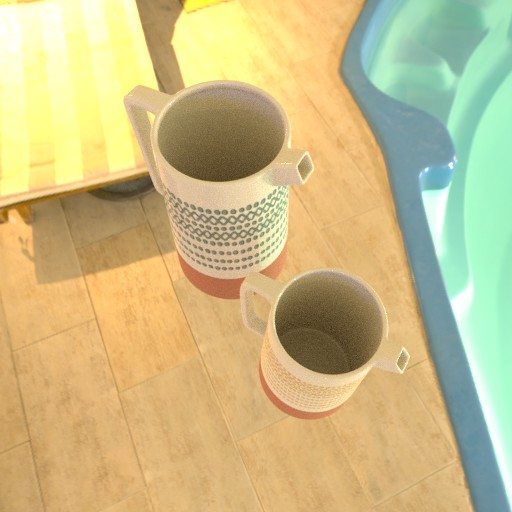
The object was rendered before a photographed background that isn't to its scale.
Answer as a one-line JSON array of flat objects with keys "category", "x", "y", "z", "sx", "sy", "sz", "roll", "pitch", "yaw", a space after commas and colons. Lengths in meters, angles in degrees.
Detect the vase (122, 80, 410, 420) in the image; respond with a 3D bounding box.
[{"category": "vase", "x": 0.000, "y": 0.000, "z": 0.460, "sx": 0.168, "sy": 0.247, "sz": 0.326, "roll": -17, "pitch": 64, "yaw": -8}]
